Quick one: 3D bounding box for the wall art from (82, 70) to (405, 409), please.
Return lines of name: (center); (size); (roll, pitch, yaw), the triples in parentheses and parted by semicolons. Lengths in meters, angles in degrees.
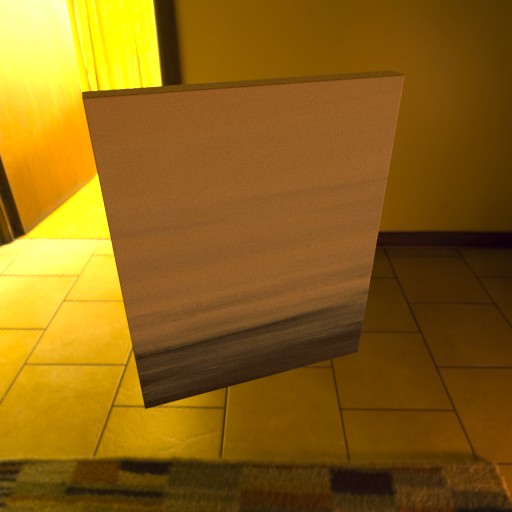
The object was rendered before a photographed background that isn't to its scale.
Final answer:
wall art: (0.000, 0.000, 0.819); (0.489, 0.608, 0.040); (-11, 34, -16)
